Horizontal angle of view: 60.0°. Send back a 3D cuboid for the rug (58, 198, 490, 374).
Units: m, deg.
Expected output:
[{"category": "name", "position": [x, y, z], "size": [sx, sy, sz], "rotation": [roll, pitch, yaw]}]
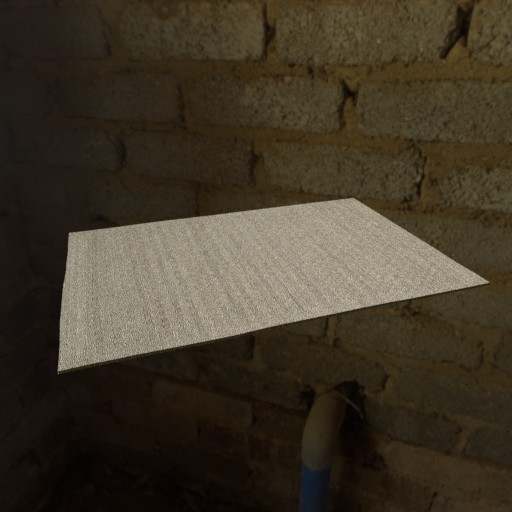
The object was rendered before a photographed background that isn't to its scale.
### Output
[{"category": "rug", "position": [0.000, 0.000, 2.835], "size": [2.297, 0.018, 1.532], "rotation": [-9, 28, -17]}]
